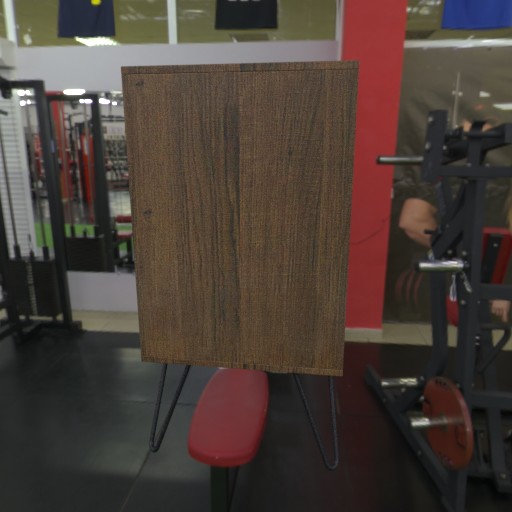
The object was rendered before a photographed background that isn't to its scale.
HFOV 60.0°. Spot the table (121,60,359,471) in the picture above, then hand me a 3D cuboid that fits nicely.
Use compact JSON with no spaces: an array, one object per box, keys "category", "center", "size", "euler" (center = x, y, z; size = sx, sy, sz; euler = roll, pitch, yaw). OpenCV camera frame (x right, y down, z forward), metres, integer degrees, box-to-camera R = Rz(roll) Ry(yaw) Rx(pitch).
[{"category":"table","center":[0.000,0.000,1.175],"size":[0.457,0.866,0.526],"euler":[2,14,8]}]
